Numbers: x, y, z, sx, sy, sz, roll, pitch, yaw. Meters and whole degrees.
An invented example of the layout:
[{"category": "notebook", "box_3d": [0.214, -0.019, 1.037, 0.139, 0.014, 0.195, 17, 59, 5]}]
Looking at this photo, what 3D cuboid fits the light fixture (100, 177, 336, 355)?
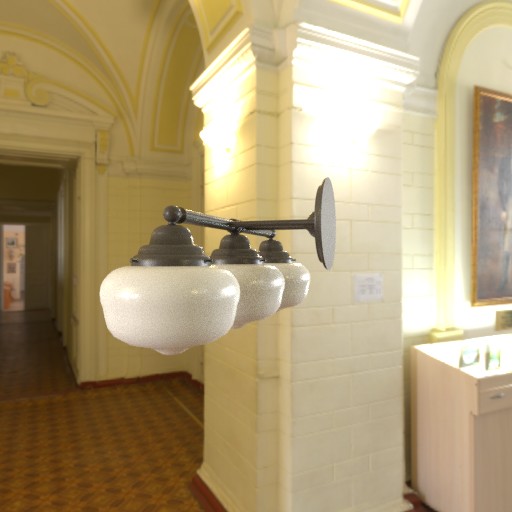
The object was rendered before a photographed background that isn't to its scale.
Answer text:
[{"category": "light fixture", "box_3d": [0.000, 0.000, 0.723, 0.239, 0.242, 0.587, 0, 0, 18]}]
